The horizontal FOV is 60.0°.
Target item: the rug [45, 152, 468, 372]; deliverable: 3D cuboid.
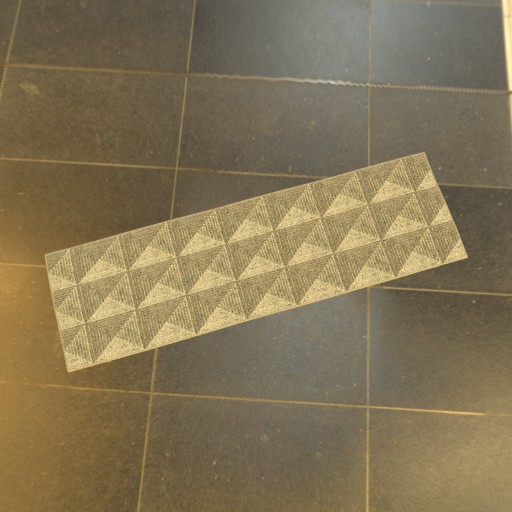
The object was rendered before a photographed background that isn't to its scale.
[{"bbox_3d":[0.000,0.000,2.377,2.182,0.015,0.645,-16,77,-4],"label":"rug"}]
